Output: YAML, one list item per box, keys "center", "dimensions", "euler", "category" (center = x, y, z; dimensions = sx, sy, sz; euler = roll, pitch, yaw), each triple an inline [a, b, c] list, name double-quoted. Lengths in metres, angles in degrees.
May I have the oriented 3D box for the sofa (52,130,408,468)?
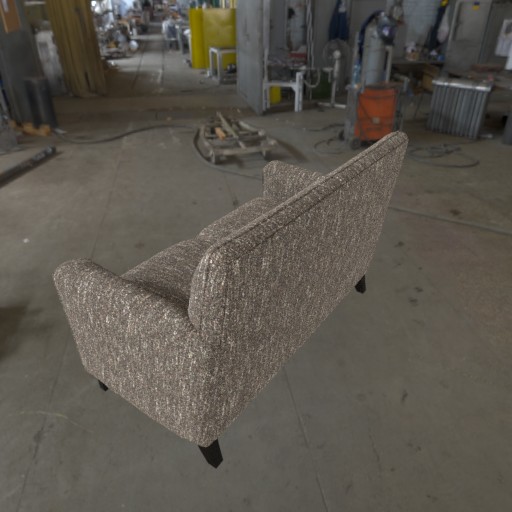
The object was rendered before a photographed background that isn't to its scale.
- center: [0.000, 0.000, 2.046]
  dimensions: [0.801, 0.946, 1.519]
  euler: [20, 36, 29]
  category: "sofa"
